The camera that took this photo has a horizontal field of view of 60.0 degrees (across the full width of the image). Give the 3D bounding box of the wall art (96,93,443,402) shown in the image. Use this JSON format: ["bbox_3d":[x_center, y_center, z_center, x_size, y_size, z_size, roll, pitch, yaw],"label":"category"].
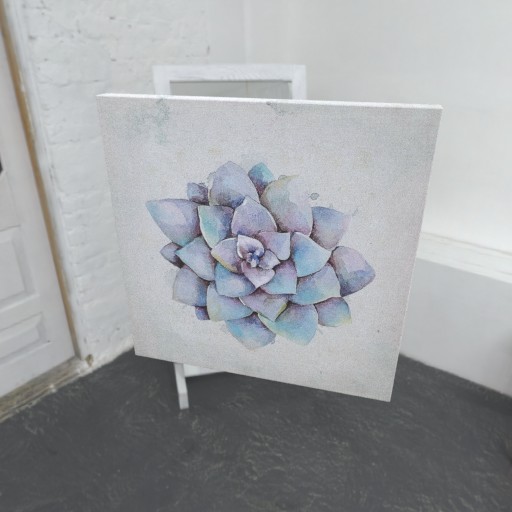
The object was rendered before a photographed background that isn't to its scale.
[{"bbox_3d":[0.000,0.000,0.912,0.612,0.612,0.040,7,27,13],"label":"wall art"}]
